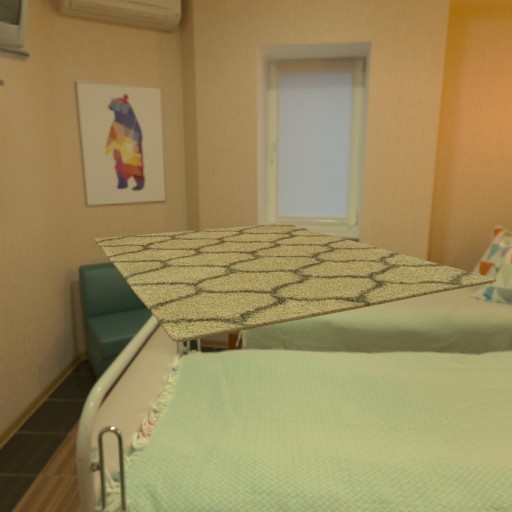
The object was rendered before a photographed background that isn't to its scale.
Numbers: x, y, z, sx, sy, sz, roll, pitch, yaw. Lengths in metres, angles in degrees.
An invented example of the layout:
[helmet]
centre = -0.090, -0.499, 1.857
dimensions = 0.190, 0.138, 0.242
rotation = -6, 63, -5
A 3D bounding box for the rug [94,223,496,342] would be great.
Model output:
[rug]
centre = 0.000, 0.000, 3.971
dimensions = 2.399, 0.026, 3.000
rotation = -6, 14, -26
